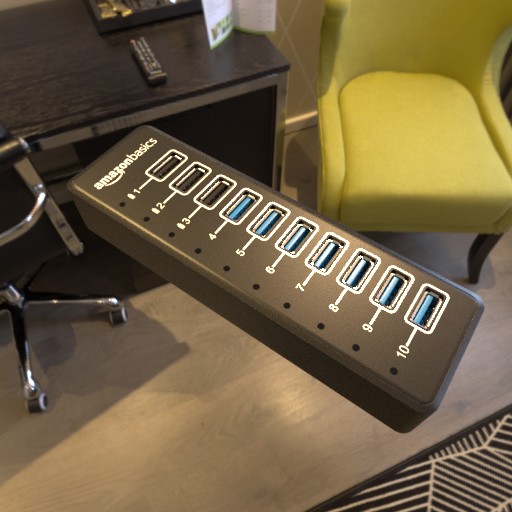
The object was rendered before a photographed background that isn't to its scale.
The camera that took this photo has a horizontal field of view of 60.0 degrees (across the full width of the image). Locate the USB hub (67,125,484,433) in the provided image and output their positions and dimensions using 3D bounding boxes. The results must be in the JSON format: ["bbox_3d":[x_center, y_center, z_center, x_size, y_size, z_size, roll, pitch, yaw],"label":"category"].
[{"bbox_3d":[0.000,0.000,0.159,0.145,0.023,0.044,30,61,19],"label":"USB hub"}]
